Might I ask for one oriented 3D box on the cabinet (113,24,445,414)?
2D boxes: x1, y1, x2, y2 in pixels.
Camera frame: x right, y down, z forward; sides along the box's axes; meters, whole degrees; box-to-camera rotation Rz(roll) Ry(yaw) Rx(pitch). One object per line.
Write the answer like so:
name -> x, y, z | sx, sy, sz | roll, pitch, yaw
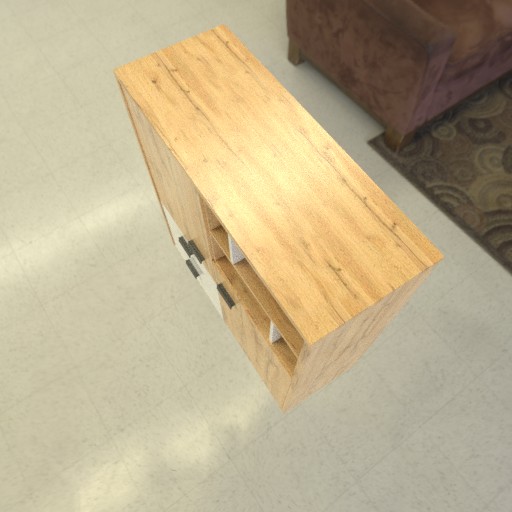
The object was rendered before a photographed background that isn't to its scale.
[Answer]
cabinet -> 0.000, 0.000, 1.997 | 0.473, 1.397, 1.168 | -30, 67, -14
